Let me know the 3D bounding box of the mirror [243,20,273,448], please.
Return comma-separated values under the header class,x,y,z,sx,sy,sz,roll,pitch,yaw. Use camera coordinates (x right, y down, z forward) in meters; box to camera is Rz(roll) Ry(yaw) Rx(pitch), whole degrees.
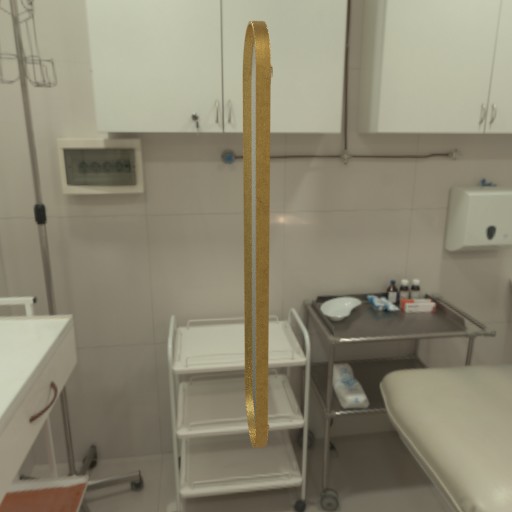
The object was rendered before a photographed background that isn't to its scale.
class,x,y,z,sx,sy,sz,roll,pitch,yaw
mirror,0.000,0.000,1.038,0.032,0.991,0.222,-2,15,-8
